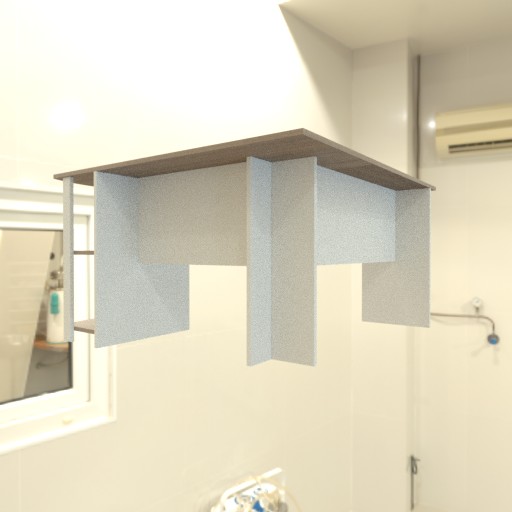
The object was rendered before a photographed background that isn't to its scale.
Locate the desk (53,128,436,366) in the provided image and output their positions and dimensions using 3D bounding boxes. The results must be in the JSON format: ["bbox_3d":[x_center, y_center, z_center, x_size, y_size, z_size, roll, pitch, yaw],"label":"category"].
[{"bbox_3d":[0.000,0.000,2.122,1.303,0.716,1.361,0,1,36],"label":"desk"}]
